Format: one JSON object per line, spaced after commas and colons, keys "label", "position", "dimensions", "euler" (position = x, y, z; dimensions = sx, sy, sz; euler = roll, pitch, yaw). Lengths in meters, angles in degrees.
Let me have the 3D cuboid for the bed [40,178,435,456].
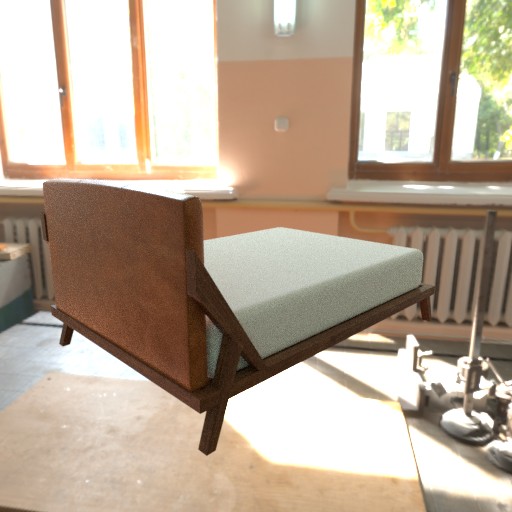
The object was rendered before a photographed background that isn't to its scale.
{"label": "bed", "position": [0.000, 0.000, 3.178], "dimensions": [2.311, 1.168, 1.651], "euler": [-13, 19, -43]}
